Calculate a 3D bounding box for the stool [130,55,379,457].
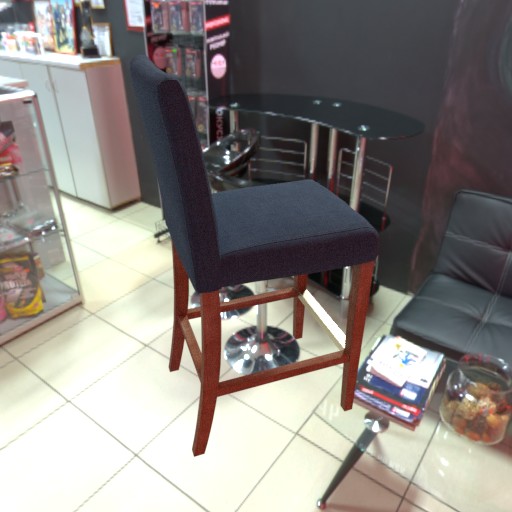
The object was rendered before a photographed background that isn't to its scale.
[{"bbox_3d":[0.000,0.000,1.332,0.574,1.088,0.454,-11,32,-18],"label":"stool"}]
